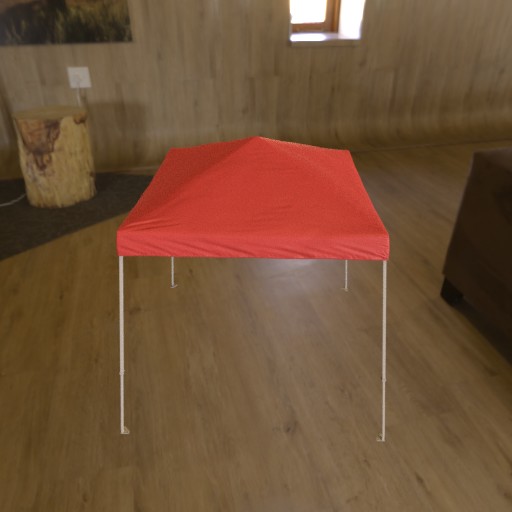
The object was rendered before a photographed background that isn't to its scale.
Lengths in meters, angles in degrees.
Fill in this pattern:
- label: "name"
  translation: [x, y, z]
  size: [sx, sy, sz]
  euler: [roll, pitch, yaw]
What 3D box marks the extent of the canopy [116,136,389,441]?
- label: "canopy"
  translation: [0.000, 0.000, 6.648]
  size: [3.600, 3.600, 3.599]
  euler: [1, 31, 2]
